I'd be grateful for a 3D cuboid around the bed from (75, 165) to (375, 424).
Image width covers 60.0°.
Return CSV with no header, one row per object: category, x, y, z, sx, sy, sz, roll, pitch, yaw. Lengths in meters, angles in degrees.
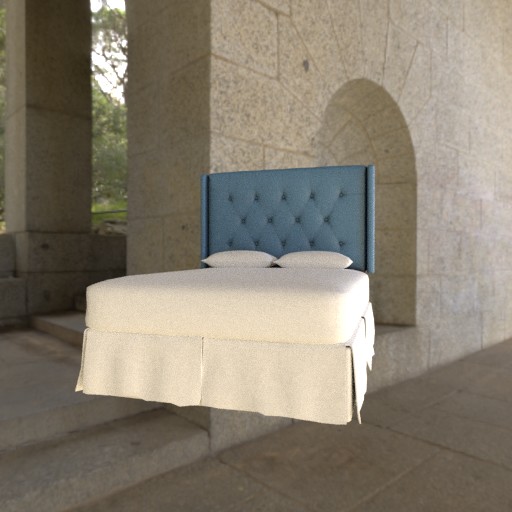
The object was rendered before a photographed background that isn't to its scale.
bed,0.000,0.000,3.400,1.719,1.665,2.078,0,1,17
